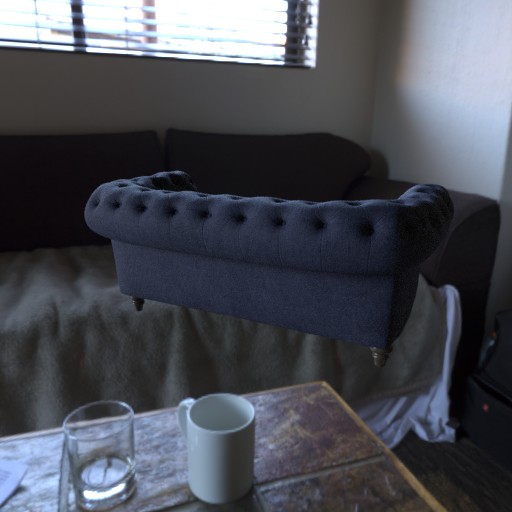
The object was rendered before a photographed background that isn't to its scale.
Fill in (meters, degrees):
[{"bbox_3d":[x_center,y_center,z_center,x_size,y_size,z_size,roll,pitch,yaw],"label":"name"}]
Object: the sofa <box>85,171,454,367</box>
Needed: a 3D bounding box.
[{"bbox_3d":[0.000,0.000,2.548,1.988,0.833,1.082,8,18,26],"label":"sofa"}]
